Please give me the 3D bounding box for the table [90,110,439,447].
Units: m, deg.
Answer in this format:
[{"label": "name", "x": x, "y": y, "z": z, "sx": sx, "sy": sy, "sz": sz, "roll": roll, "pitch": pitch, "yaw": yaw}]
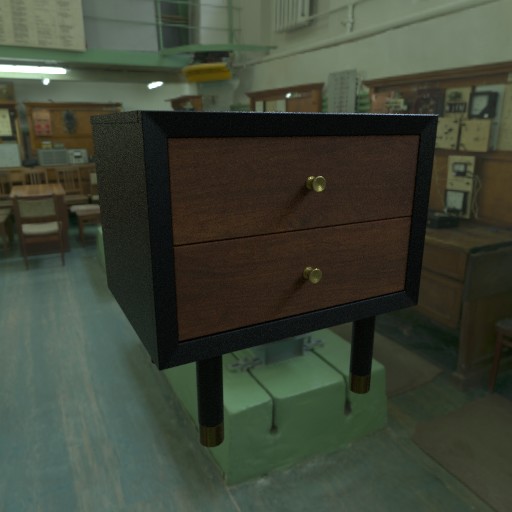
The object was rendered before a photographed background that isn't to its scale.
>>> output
[{"label": "table", "x": 0.000, "y": 0.000, "z": 0.964, "sx": 0.564, "sy": 0.584, "sz": 0.441, "roll": -9, "pitch": 18, "yaw": -27}]
